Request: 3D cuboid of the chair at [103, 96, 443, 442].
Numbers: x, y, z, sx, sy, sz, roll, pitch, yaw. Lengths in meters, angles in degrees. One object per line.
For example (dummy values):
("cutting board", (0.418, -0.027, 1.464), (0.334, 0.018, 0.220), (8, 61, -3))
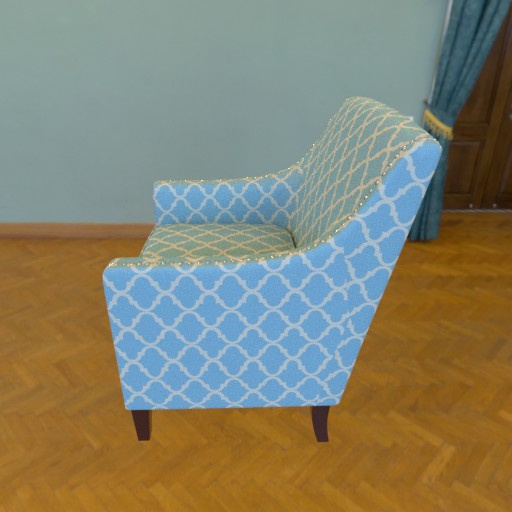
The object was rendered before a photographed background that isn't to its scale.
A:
("chair", (0.000, 0.000, 1.263), (0.686, 0.817, 0.617), (-1, 27, -1))
